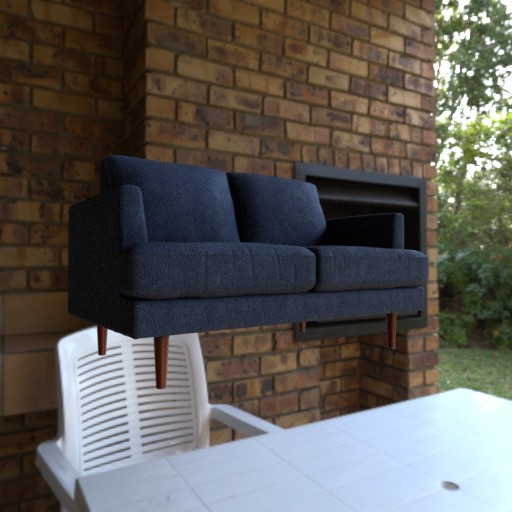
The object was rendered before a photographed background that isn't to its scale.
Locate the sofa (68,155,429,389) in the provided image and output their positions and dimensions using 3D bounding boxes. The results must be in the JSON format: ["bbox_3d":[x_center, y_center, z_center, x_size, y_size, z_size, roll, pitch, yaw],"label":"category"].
[{"bbox_3d":[0.000,0.000,2.172,1.582,0.944,0.903,1,-1,-35],"label":"sofa"}]
